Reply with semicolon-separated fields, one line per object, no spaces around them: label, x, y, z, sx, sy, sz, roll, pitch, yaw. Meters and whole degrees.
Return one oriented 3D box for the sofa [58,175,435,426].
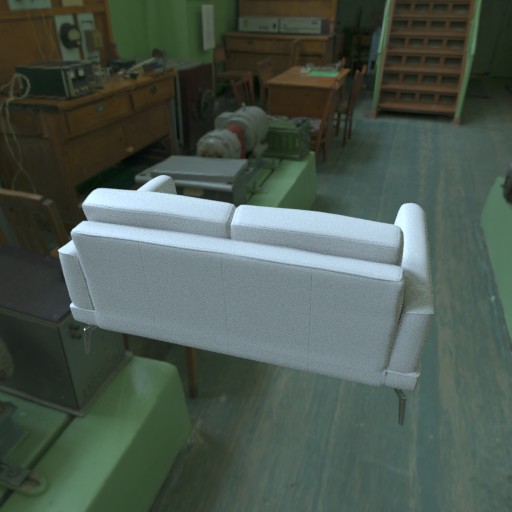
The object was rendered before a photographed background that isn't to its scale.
sofa;0.000;0.000;2.483;1.819;0.930;1.121;9;32;14
